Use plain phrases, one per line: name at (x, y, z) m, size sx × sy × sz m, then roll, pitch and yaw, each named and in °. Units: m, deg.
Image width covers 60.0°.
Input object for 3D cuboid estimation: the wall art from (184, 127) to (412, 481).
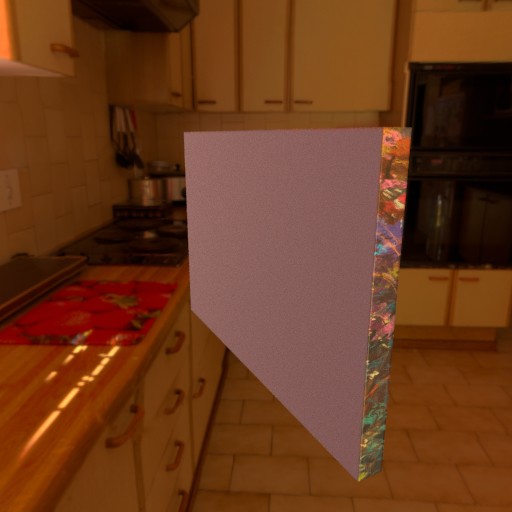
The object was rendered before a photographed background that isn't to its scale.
wall art at (0.000, 0.000, 0.746) m, size 0.037 × 0.406 × 0.610 m, roll -8°, pitch 17°, yaw -26°
